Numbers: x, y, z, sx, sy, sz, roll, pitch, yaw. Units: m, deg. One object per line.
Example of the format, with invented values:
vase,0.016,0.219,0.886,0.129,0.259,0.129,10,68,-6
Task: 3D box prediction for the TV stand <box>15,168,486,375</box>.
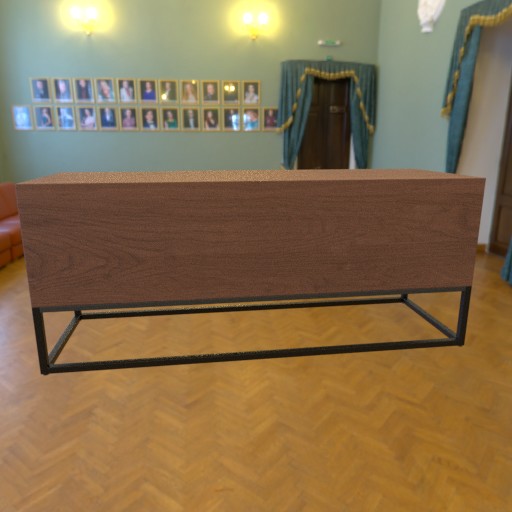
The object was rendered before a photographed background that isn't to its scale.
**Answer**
TV stand,0.000,0.000,1.380,1.200,0.500,0.415,-2,15,-8
